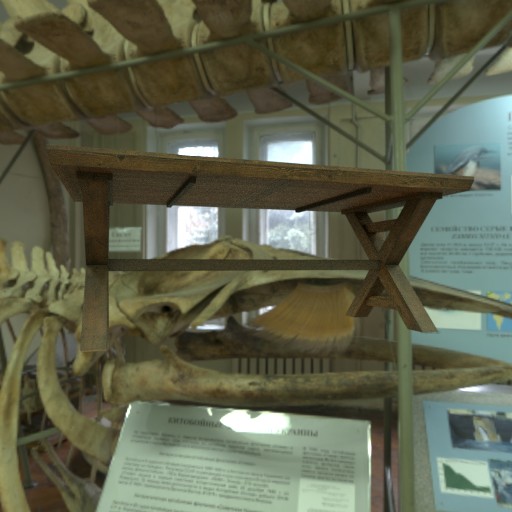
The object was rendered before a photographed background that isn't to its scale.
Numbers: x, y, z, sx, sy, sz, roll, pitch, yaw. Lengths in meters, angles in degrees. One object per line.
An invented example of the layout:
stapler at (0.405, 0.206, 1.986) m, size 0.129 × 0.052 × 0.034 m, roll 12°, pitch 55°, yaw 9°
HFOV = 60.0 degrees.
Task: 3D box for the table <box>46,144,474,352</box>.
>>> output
table at (0.000, 0.000, 2.435) m, size 1.966 × 0.793 × 1.071 m, roll 0°, pitch -1°, yaw -18°
